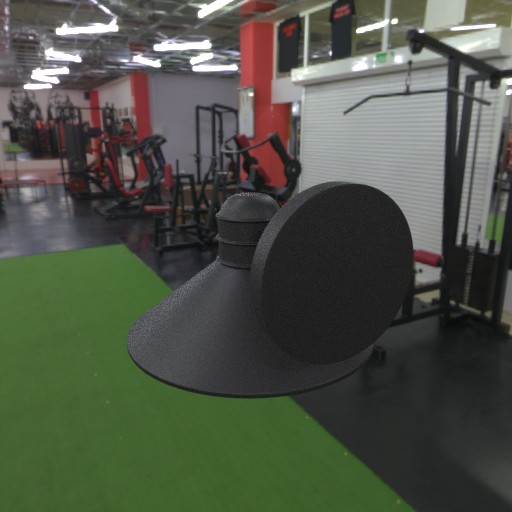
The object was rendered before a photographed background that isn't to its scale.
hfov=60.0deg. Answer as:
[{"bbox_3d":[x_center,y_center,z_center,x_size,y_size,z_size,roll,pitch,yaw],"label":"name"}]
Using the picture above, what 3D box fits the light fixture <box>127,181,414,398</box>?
[{"bbox_3d":[0.000,0.000,0.685,0.396,0.265,0.434,-8,17,-26],"label":"light fixture"}]
